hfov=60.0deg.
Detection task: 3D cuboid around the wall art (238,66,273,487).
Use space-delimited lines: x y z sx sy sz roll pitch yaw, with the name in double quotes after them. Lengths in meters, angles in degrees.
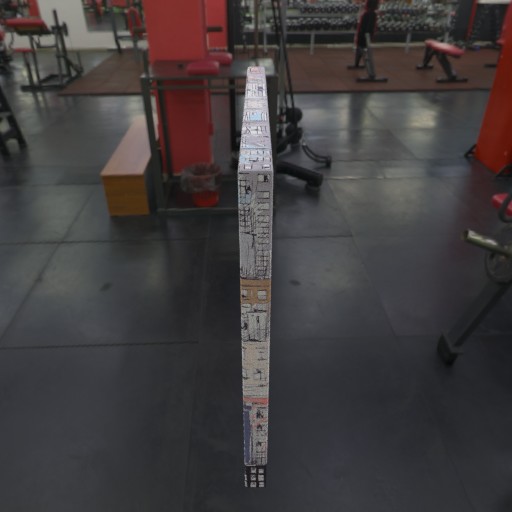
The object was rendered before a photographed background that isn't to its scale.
0.000 0.000 1.117 0.048 0.762 0.761 0 33 0 "wall art"
